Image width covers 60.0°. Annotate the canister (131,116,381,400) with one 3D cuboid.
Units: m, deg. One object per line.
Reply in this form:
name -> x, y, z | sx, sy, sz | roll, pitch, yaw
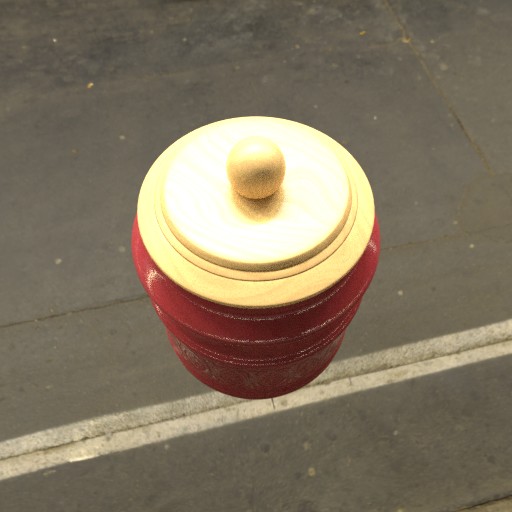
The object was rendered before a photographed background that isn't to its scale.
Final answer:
canister -> 0.000, 0.000, 0.258 | 0.130, 0.176, 0.130 | 0, 59, 0
